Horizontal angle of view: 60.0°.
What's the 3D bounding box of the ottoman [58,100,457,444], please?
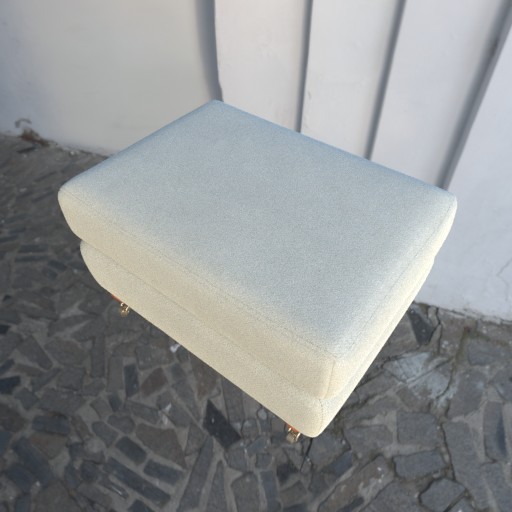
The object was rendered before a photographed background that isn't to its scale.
[{"bbox_3d":[0.000,0.000,1.149,0.773,0.499,0.569,29,53,25],"label":"ottoman"}]
